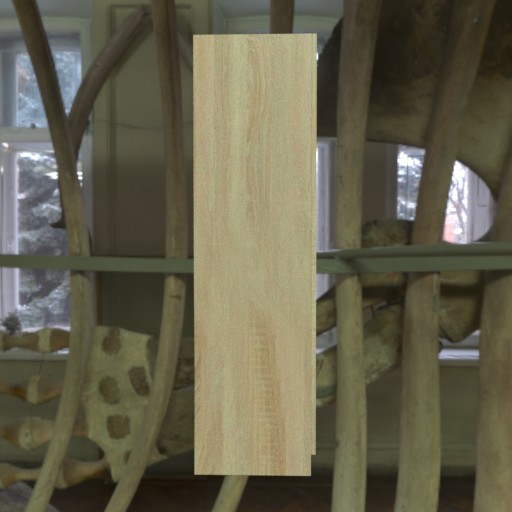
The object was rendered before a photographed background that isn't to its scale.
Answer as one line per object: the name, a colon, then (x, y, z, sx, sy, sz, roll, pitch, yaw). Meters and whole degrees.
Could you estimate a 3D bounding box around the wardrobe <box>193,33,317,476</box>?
wardrobe: (0.000, 0.000, 2.374, 0.588, 2.117, 0.496, 0, 1, 1)
